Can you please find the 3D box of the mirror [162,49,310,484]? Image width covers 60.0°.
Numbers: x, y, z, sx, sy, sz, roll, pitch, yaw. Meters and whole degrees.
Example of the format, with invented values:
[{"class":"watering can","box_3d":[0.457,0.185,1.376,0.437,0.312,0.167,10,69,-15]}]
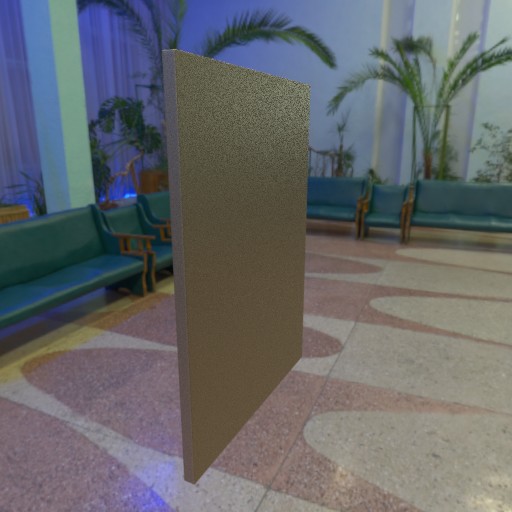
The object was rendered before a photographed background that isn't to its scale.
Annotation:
[{"class":"mirror","box_3d":[0.000,0.000,1.326,0.032,1.023,0.756,8,17,26]}]
